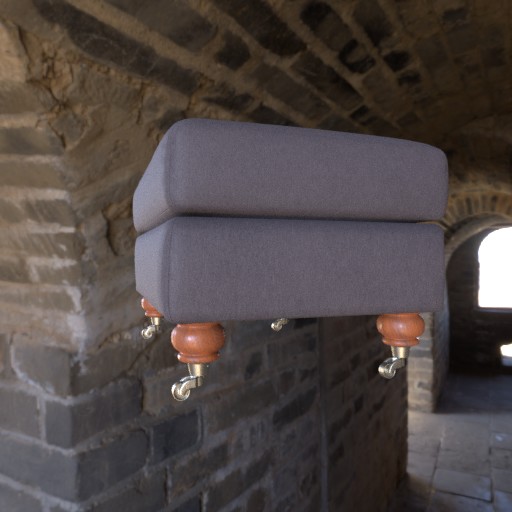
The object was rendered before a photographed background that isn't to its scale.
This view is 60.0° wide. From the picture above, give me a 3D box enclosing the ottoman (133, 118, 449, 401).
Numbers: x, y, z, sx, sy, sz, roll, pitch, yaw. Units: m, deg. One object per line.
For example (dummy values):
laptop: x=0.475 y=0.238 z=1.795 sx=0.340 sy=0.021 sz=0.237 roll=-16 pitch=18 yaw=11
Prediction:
ottoman: x=0.000 y=0.000 z=1.127 sx=0.574 sy=0.497 sz=0.773 roll=0 pitch=0 yaw=-19
